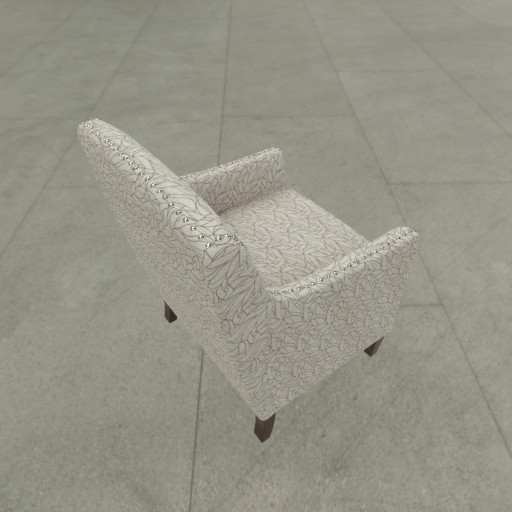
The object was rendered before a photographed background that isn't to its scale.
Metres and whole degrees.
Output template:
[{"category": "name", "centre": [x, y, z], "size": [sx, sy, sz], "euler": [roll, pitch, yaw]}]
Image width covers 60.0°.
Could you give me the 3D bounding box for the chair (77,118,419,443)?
[{"category": "chair", "centre": [0.000, 0.000, 1.295], "size": [0.651, 0.816, 0.623], "euler": [-26, 48, -27]}]
